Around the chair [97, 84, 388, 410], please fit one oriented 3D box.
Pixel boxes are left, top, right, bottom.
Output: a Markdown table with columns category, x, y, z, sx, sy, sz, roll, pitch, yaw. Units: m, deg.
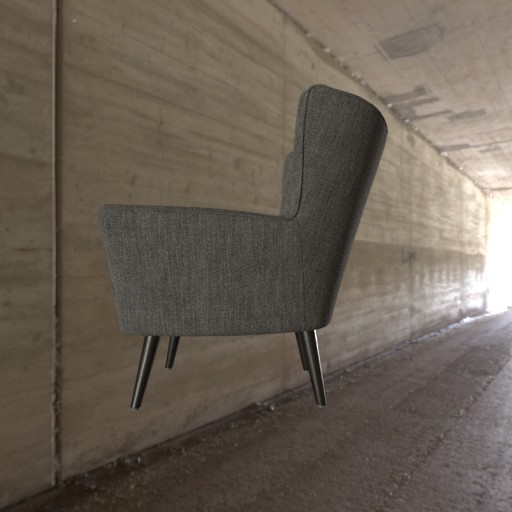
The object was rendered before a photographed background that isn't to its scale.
| category | x | y | z | sx | sy | sz | roll | pitch | yaw |
| --- | --- | --- | --- | --- | --- | --- | --- | --- | --- |
| chair | 0.000 | 0.000 | 1.588 | 0.888 | 0.933 | 0.781 | 0 | 0 | 1 |
